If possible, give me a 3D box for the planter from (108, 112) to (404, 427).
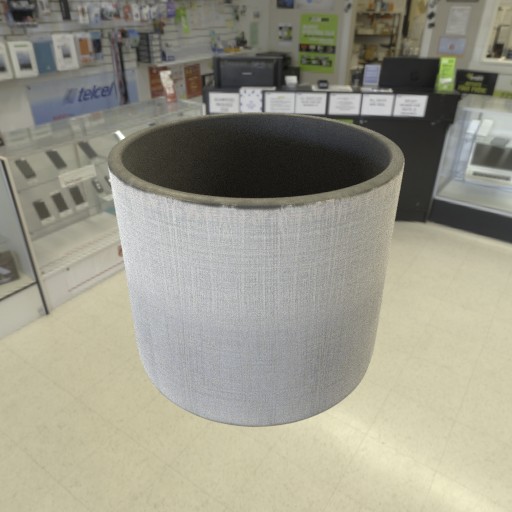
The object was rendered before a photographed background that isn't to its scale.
[{"bbox_3d":[0.000,0.000,0.394,0.226,0.201,0.226,0,31,0],"label":"planter"}]
